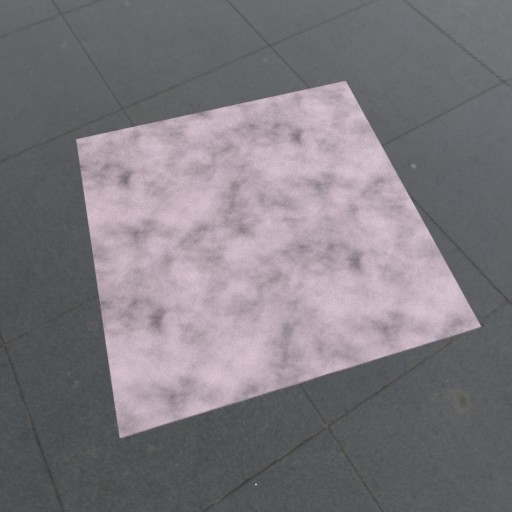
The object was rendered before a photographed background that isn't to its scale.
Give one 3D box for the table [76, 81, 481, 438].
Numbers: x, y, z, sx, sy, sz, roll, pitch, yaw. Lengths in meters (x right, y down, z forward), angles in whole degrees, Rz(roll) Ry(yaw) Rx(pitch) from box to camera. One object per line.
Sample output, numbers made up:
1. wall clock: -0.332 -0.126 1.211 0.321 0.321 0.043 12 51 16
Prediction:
1. table: 0.000 0.000 1.058 0.670 0.305 0.670 -15 64 -8
